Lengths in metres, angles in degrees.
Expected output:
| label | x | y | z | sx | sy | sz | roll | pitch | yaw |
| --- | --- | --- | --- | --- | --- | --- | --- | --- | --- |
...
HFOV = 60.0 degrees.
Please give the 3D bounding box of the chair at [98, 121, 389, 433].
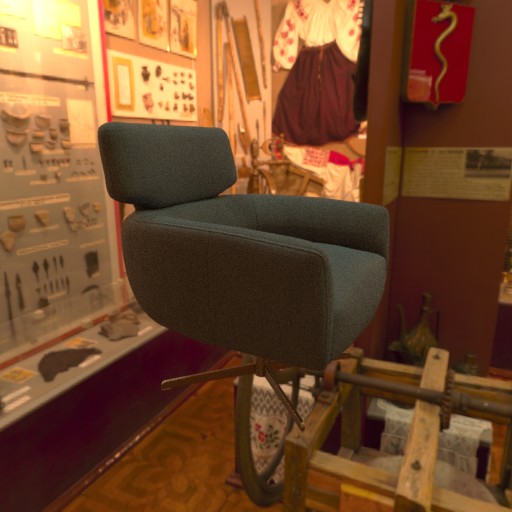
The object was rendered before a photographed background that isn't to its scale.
| label | x | y | z | sx | sy | sz | roll | pitch | yaw |
| --- | --- | --- | --- | --- | --- | --- | --- | --- | --- |
| chair | 0.000 | 0.000 | 1.410 | 0.761 | 0.813 | 0.738 | 7 | 16 | 26 |
